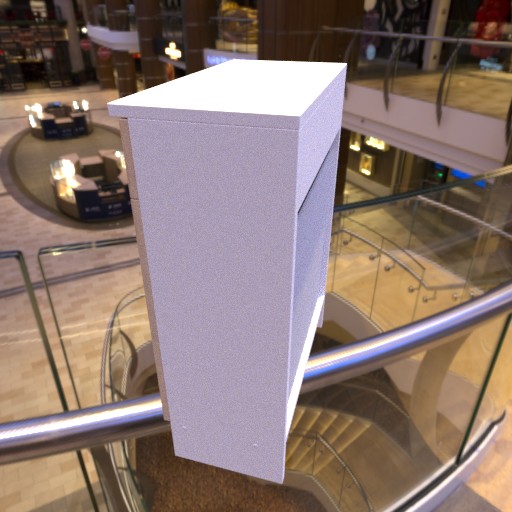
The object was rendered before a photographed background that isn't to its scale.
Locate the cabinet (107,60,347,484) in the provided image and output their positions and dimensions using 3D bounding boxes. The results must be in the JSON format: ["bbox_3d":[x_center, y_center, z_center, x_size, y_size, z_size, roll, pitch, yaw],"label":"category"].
[{"bbox_3d":[0.000,0.000,1.085,0.296,0.815,0.600,8,31,14],"label":"cabinet"}]
